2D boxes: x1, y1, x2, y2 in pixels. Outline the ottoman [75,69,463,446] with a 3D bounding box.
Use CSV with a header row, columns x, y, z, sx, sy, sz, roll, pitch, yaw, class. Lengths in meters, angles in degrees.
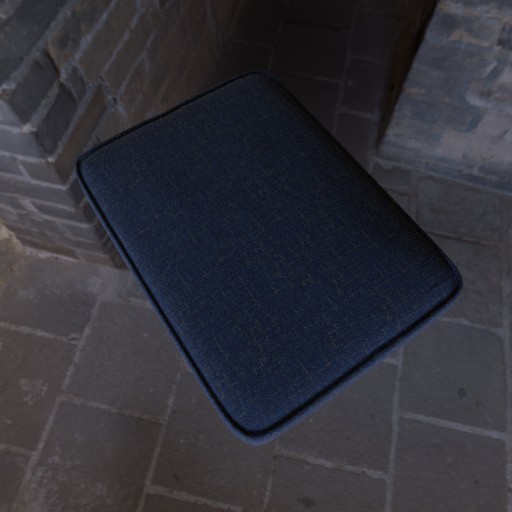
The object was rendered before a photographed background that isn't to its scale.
x,y,z,sx,sy,sz,roll,pitch,yaw,class
0.000,0.000,1.097,0.549,0.450,0.749,-32,69,-14,ottoman
